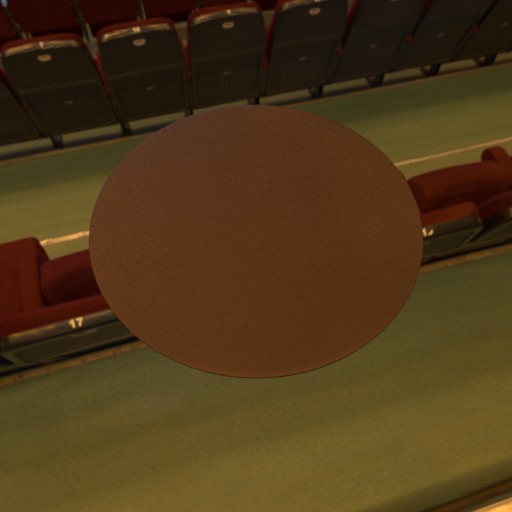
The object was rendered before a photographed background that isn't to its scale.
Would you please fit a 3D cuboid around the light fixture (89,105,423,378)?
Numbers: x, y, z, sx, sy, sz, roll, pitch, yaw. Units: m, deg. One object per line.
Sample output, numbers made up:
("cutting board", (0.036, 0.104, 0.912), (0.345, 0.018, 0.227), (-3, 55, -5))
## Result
("light fixture", (0.000, 0.000, 0.434), (0.280, 0.135, 0.280), (0, 58, 0))
